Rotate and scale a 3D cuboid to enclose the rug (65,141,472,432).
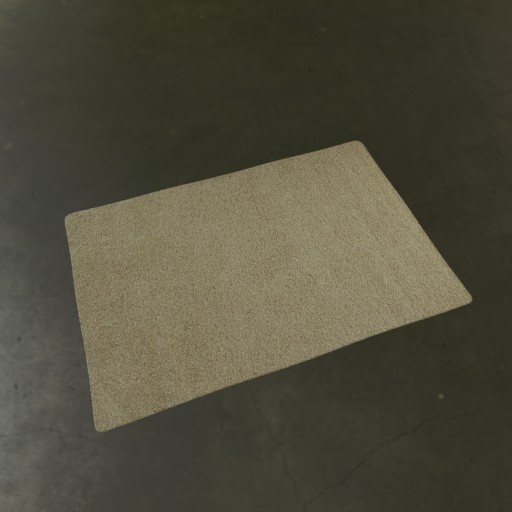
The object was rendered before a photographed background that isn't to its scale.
[{"bbox_3d":[0.000,0.000,3.416,2.700,0.024,1.801,-17,58,-11],"label":"rug"}]
